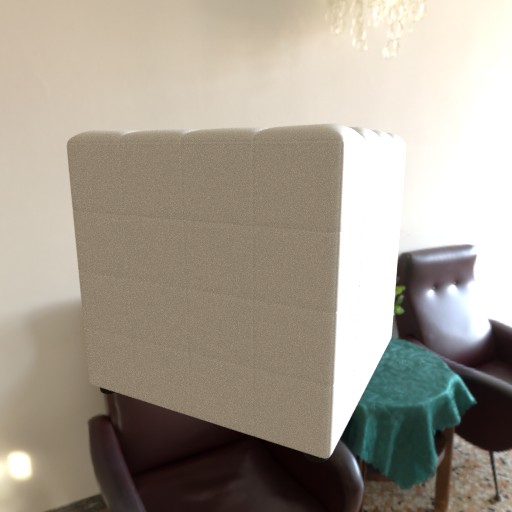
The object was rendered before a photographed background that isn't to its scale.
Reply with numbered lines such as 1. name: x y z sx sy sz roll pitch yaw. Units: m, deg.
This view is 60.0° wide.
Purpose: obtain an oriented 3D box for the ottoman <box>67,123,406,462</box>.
1. ottoman: 0.000 0.000 0.793 0.425 0.432 0.425 7 15 26
